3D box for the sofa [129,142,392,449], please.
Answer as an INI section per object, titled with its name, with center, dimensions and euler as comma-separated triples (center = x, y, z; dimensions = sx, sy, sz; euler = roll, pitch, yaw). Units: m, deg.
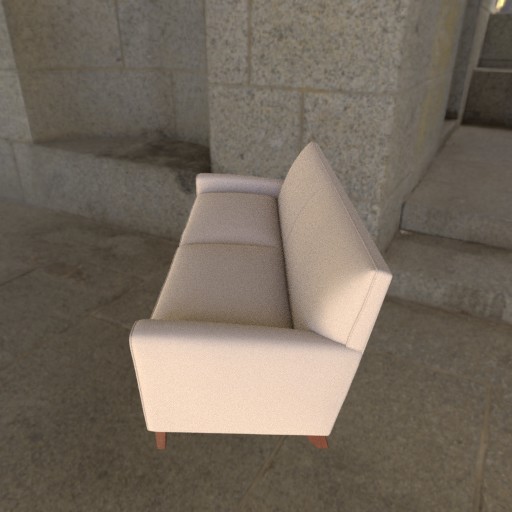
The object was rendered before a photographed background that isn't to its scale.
[sofa]
center = 0.000, 0.000, 2.443
dimensions = 0.875, 0.846, 2.000
euler = 0, 26, 0
